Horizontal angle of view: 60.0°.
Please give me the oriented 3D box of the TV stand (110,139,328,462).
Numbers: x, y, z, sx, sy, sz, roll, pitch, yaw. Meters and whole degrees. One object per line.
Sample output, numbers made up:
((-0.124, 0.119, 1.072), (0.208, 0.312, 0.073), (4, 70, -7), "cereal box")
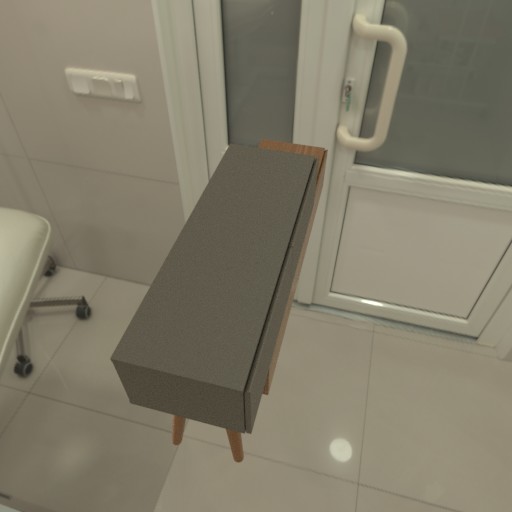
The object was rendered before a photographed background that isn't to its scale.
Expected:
((0.000, 0.000, 1.631), (0.329, 0.591, 1.336), (11, 47, 10), "TV stand")
